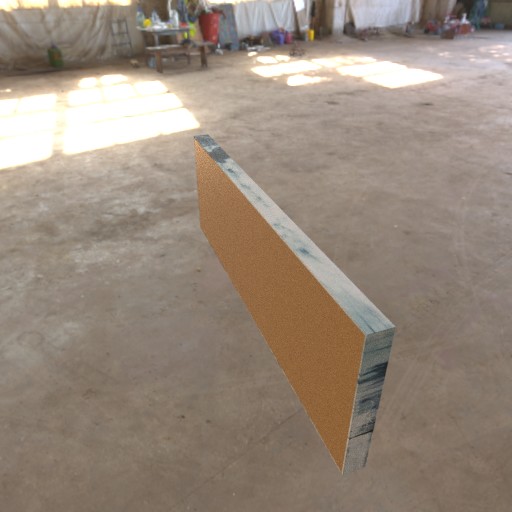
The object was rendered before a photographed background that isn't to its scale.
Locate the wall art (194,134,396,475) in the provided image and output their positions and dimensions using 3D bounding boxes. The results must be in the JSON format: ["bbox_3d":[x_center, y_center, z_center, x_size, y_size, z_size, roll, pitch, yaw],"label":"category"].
[{"bbox_3d":[0.000,0.000,0.839,0.037,0.251,0.759,-11,33,-17],"label":"wall art"}]
